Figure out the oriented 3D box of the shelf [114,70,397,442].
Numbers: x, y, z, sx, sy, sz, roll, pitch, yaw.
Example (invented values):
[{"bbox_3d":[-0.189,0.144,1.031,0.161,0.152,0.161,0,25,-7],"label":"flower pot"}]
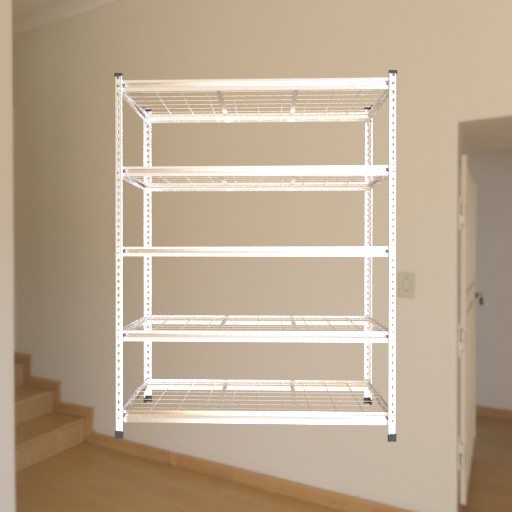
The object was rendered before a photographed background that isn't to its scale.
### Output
[{"bbox_3d":[0.000,0.000,2.685,1.524,1.981,0.610,0,0,2],"label":"shelf"}]
